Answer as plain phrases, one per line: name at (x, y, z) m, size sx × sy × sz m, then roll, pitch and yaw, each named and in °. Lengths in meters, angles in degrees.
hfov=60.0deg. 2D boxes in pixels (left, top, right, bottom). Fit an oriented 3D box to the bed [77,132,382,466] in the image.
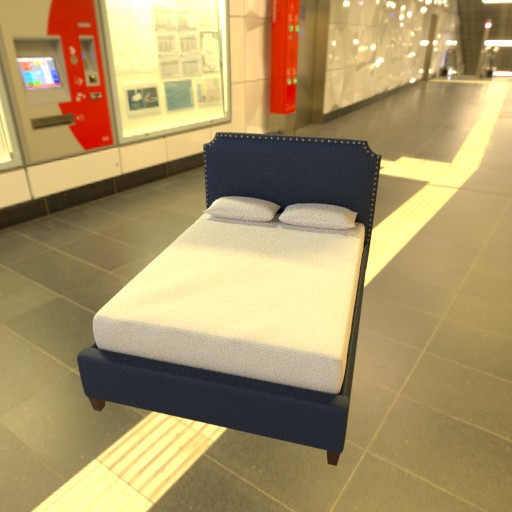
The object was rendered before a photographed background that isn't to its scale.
bed at (0.000, 0.000, 3.468) m, size 1.712 × 1.443 × 2.372 m, roll 7°, pitch 27°, yaw 14°
